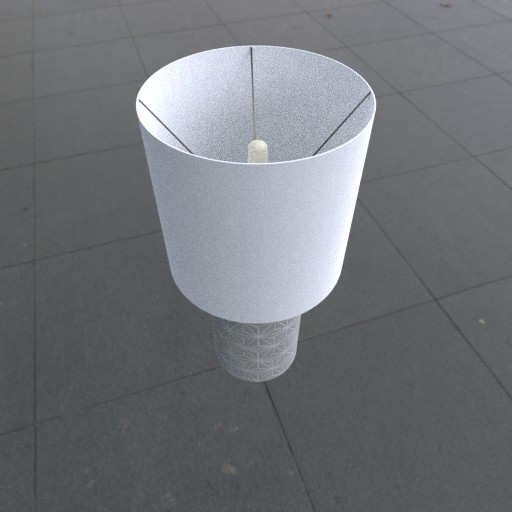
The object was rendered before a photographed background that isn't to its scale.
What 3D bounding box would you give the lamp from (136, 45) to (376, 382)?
[{"bbox_3d":[0.000,0.000,0.539,0.206,0.416,0.206,-3,47,-3],"label":"lamp"}]
